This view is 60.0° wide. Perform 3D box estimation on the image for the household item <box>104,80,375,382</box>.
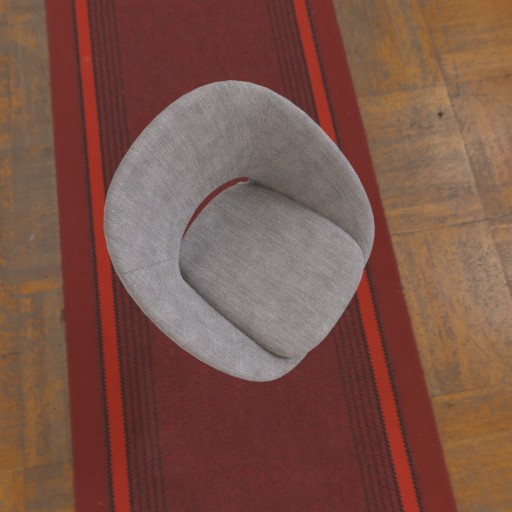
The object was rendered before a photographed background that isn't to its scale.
[{"bbox_3d":[0.000,0.000,1.290,0.587,0.869,0.643,35,78,8],"label":"household item"}]
